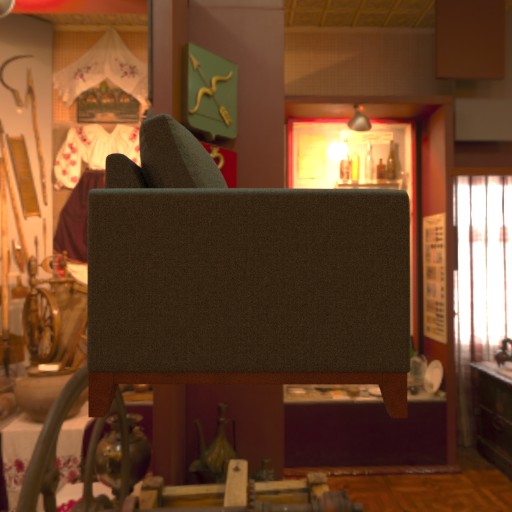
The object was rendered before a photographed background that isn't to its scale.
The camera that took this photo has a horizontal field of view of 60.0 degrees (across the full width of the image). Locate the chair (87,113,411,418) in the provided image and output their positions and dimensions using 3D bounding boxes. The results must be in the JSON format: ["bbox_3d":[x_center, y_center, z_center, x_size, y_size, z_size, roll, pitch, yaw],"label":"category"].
[{"bbox_3d":[0.000,0.000,1.865,1.038,1.010,1.024,0,-1,0],"label":"chair"}]
